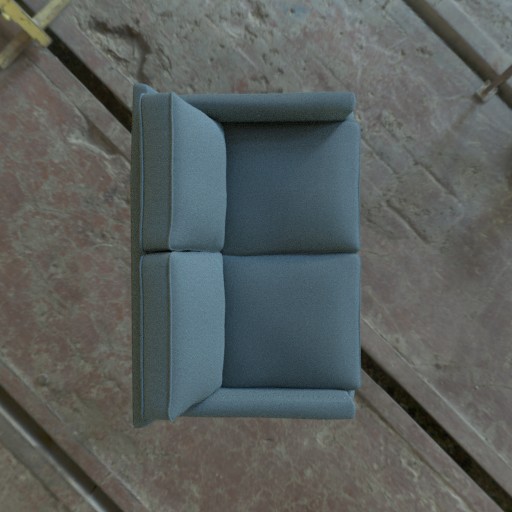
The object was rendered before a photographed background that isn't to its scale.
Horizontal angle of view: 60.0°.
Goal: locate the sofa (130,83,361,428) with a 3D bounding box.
[{"bbox_3d":[0.000,0.000,2.264,1.084,1.003,1.597,0,90,0],"label":"sofa"}]
